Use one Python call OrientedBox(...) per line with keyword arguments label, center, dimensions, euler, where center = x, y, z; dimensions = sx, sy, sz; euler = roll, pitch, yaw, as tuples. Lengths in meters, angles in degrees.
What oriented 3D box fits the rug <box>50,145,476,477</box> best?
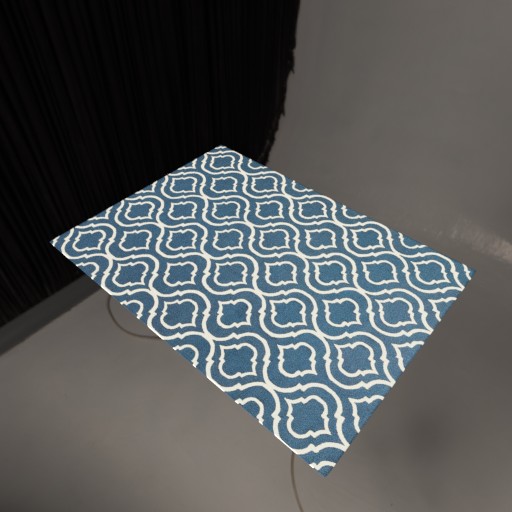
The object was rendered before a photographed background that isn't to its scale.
OrientedBox(label="rug", center=(0.000, 0.000, 4.284), dimensions=(3.353, 0.010, 2.438), euler=(32, 53, 28))
